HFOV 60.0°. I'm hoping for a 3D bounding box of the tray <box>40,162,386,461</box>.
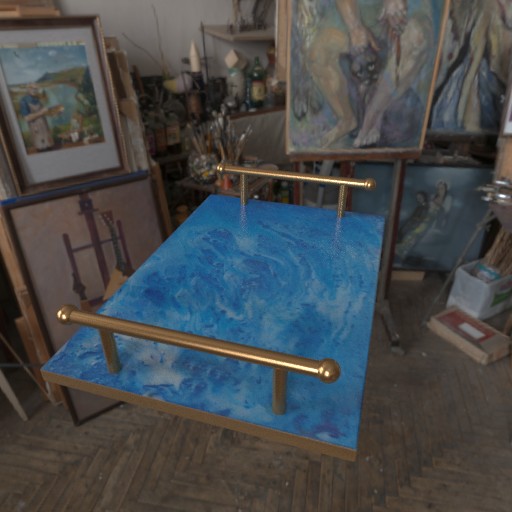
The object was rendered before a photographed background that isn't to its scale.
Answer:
[{"bbox_3d":[0.000,0.000,0.559,0.304,0.084,0.444,9,32,14],"label":"tray"}]
